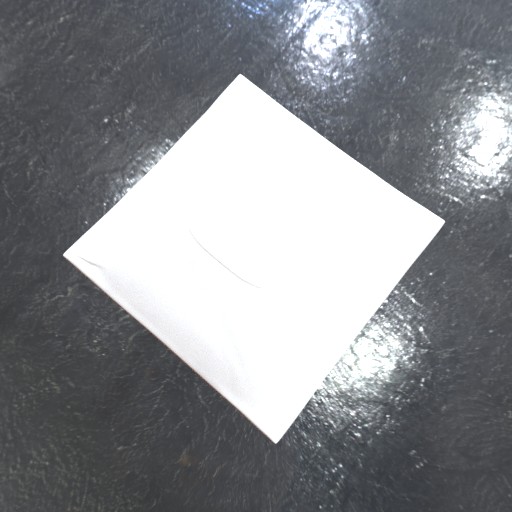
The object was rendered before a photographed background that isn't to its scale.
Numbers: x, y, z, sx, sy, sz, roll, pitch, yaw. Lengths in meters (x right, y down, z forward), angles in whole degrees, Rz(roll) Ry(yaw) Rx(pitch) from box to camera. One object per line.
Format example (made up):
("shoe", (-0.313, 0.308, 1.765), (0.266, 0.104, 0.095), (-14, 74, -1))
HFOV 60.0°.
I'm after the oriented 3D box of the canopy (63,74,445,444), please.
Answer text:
("canopy", (0.000, 0.000, 5.553), (2.998, 2.997, 2.996), (39, 78, 10))
